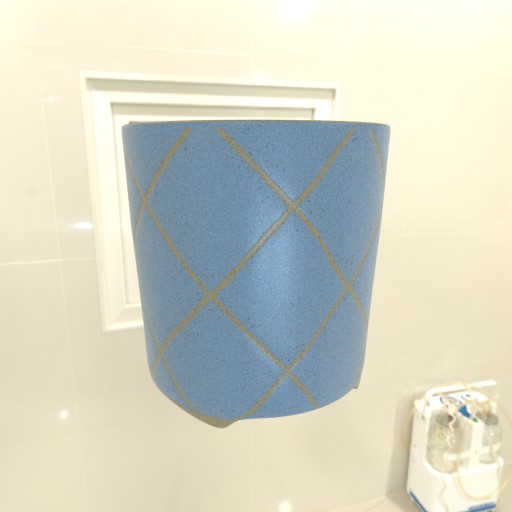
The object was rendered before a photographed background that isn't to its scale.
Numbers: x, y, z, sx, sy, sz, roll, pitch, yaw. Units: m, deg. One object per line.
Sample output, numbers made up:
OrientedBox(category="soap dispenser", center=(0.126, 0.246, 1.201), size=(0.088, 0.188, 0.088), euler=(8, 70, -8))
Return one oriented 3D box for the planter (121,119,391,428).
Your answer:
OrientedBox(category="planter", center=(0.000, 0.000, 0.418), size=(0.227, 0.235, 0.227), euler=(0, 14, 0))
